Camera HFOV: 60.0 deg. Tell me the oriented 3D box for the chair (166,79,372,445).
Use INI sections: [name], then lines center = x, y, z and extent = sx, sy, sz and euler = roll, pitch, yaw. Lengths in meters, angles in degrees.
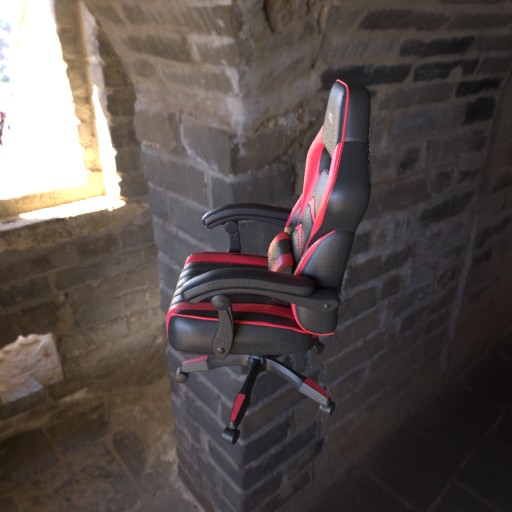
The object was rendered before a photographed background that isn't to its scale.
[chair]
center = 0.000, 0.000, 1.659
extent = 0.700, 1.220, 0.700
euler = 0, 27, 0
